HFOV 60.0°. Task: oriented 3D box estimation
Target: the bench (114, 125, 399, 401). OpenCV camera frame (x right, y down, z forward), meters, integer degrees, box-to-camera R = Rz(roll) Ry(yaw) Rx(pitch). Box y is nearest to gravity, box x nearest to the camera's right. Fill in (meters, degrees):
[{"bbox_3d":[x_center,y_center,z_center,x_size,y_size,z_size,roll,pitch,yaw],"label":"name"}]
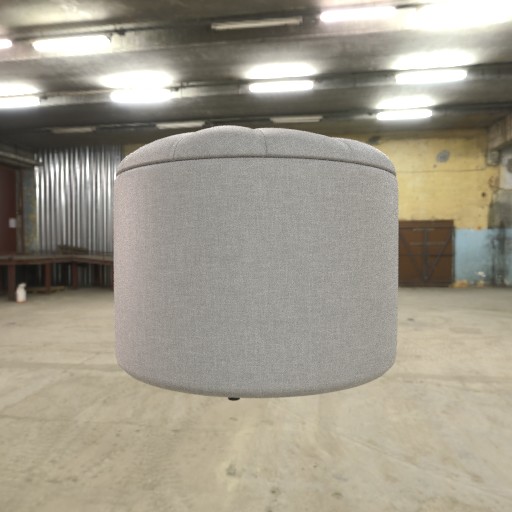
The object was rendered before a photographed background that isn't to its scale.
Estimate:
[{"bbox_3d":[0.000,0.000,0.982,0.600,0.453,0.600,0,1,0],"label":"bench"}]
